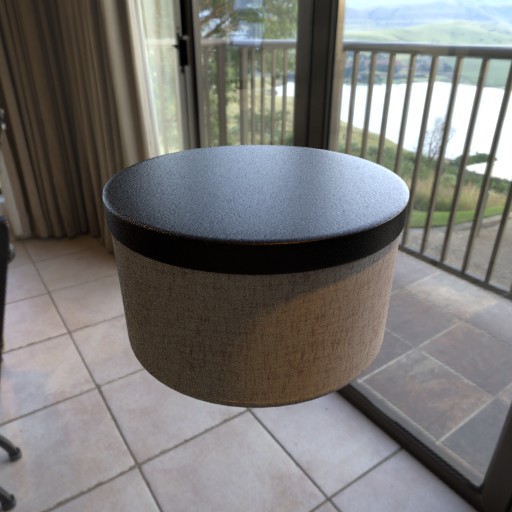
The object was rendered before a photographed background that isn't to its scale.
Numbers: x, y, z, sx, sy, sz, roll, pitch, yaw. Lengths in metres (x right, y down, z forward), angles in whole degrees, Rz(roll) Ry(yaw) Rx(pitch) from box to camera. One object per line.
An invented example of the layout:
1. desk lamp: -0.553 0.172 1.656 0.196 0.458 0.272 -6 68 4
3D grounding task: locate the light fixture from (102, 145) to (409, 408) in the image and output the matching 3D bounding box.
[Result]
1. light fixture: 0.000 0.000 0.639 0.389 0.229 0.389 0 27 0
